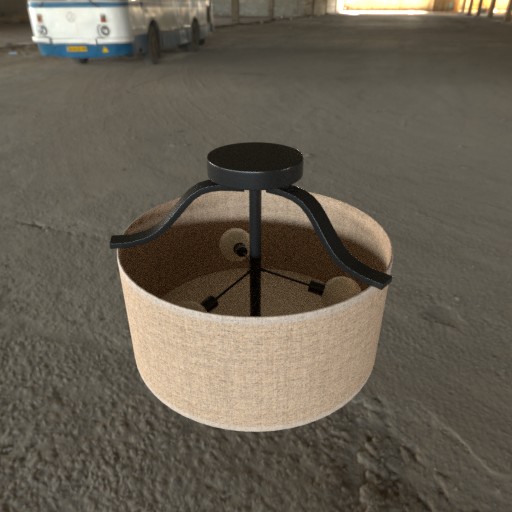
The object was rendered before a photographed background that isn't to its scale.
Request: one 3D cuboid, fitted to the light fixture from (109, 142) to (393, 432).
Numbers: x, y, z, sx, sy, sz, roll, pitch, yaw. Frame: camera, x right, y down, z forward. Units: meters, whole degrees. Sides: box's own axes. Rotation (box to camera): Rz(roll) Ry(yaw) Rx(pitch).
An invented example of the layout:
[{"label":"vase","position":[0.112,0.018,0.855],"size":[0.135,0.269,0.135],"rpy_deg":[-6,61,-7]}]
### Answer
[{"label":"light fixture","position":[0.000,0.000,0.654],"size":[0.390,0.306,0.390],"rpy_deg":[0,30,0]}]
